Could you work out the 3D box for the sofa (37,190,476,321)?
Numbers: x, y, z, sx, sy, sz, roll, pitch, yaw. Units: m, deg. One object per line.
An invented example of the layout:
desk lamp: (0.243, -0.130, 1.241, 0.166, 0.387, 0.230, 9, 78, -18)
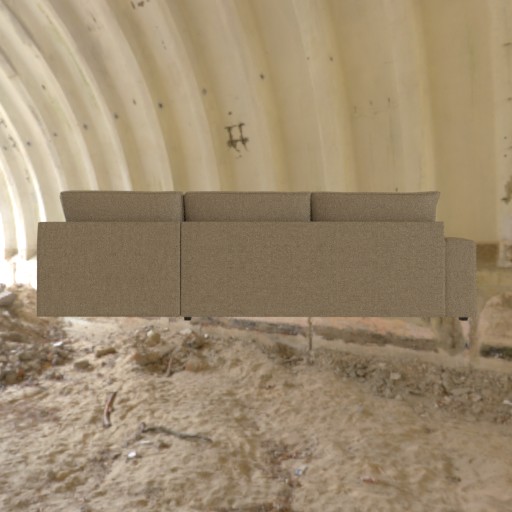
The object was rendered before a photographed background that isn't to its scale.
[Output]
sofa: (0.000, 0.000, 3.993, 2.622, 0.800, 2.742, 0, 0, 0)
